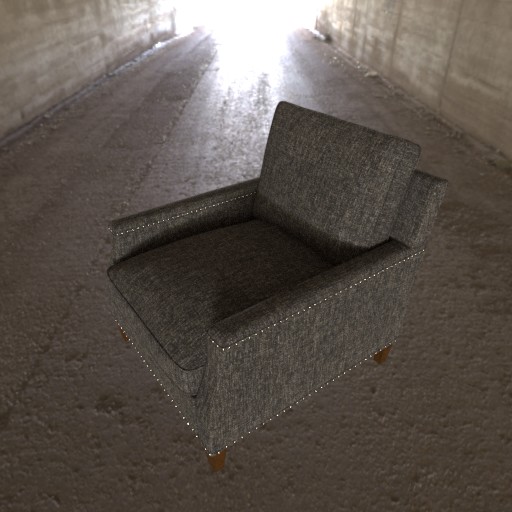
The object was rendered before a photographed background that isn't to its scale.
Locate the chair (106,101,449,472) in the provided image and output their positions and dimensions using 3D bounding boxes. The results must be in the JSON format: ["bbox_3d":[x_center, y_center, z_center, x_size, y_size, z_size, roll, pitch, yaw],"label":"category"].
[{"bbox_3d":[0.000,0.000,1.707,1.014,0.943,0.853,-21,38,-30],"label":"chair"}]
